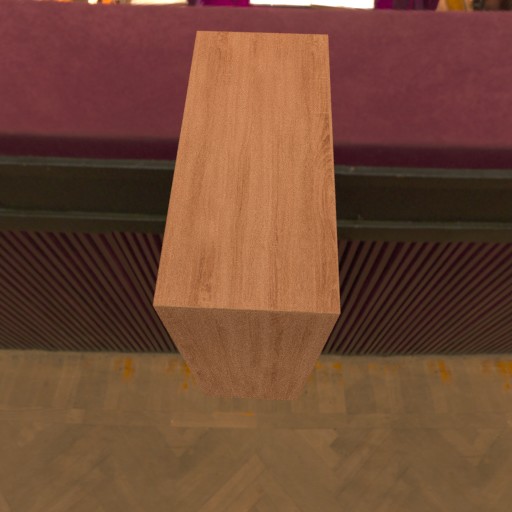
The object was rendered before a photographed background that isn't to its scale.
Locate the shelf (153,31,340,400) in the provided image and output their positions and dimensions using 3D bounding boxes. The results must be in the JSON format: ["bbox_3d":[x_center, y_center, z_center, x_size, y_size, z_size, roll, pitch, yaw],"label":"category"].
[{"bbox_3d":[0.000,0.000,1.902,0.450,1.390,1.000,2,63,1],"label":"shelf"}]
